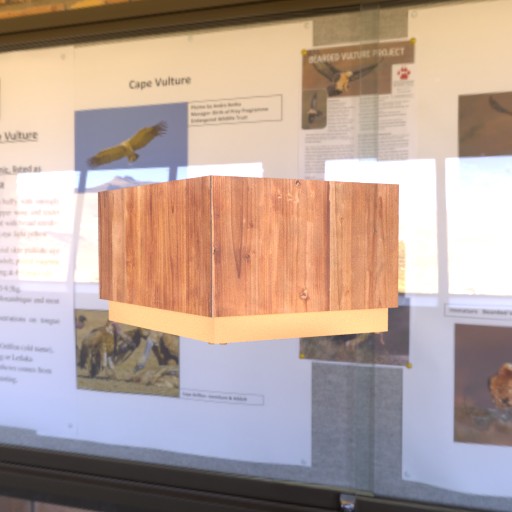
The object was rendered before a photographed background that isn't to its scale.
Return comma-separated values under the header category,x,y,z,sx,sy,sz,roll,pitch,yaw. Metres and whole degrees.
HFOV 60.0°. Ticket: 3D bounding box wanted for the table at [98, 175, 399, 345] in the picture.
category,x,y,z,sx,sy,sz,roll,pitch,yaw
table,0.000,0.000,1.723,1.154,0.456,1.000,-1,2,-18
